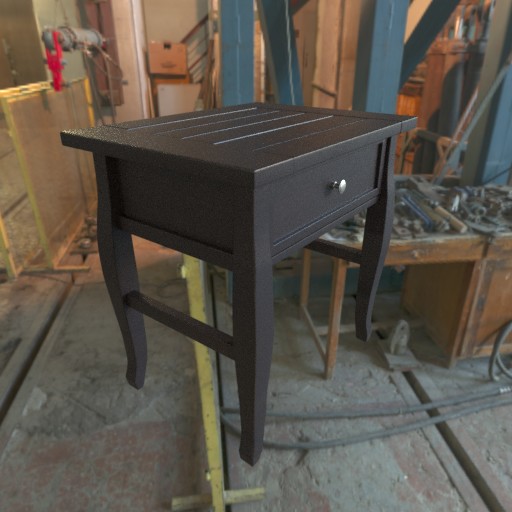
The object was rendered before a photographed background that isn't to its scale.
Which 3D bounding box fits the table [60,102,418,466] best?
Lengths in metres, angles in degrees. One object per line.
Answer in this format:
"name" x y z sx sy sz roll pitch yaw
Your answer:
"table" 0.000 0.000 1.041 0.460 0.605 0.602 18 31 33
